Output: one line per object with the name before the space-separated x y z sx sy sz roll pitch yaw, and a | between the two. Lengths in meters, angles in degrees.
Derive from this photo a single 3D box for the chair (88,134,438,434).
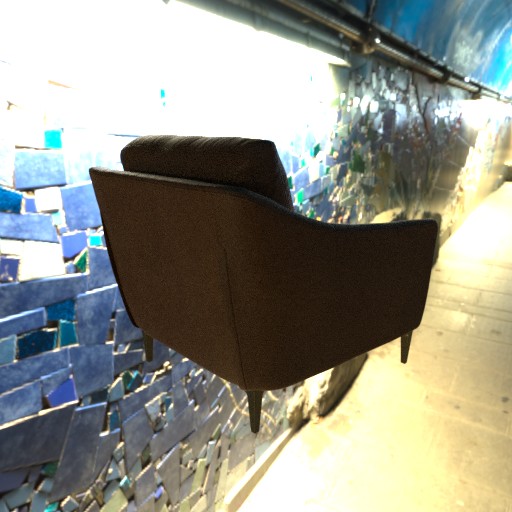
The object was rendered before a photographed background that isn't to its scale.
chair | 0.000 0.000 1.685 0.963 0.895 0.988 -16 22 -43
